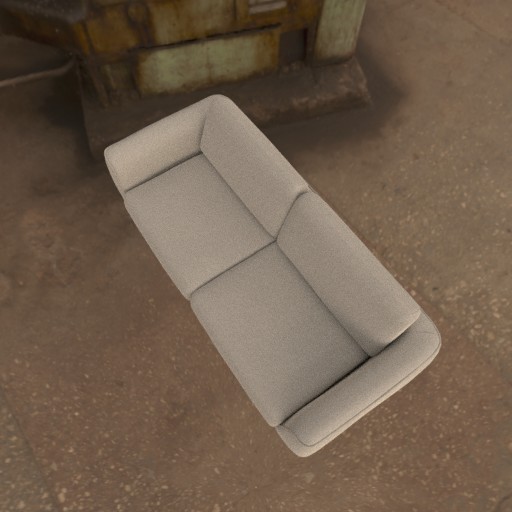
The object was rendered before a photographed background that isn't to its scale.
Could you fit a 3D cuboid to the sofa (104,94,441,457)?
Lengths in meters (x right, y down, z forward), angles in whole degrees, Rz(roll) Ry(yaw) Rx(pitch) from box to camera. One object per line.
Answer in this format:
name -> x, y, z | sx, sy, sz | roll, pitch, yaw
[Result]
sofa -> 0.000, 0.000, 2.495 | 0.920, 0.850, 2.000 | -31, 67, -15
